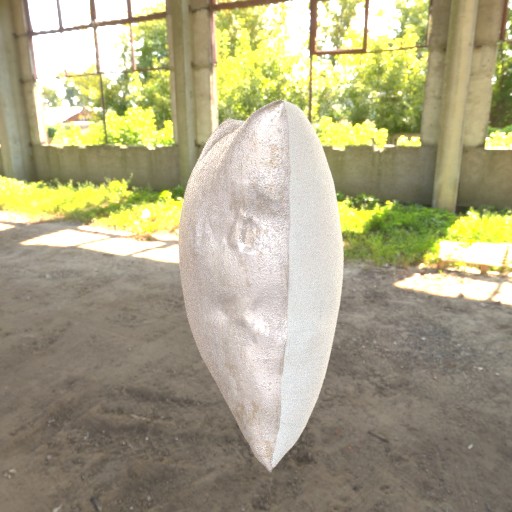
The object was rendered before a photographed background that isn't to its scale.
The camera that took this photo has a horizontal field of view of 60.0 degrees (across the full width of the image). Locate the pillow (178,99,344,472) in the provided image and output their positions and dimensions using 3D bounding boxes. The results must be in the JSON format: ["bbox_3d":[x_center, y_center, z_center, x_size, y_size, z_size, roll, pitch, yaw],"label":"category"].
[{"bbox_3d":[0.000,0.000,0.715,0.245,0.448,0.450,-2,15,-8],"label":"pillow"}]
